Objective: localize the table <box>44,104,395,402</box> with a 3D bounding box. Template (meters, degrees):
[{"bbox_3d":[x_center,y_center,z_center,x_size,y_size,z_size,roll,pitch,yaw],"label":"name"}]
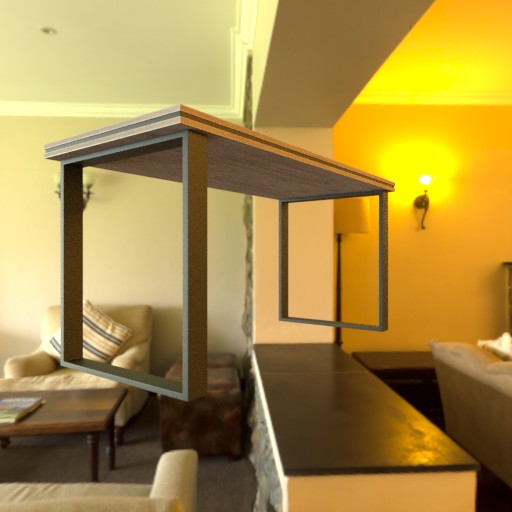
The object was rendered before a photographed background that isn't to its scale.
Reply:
[{"bbox_3d":[0.000,0.000,2.252,0.795,0.899,1.778,0,0,37],"label":"table"}]
